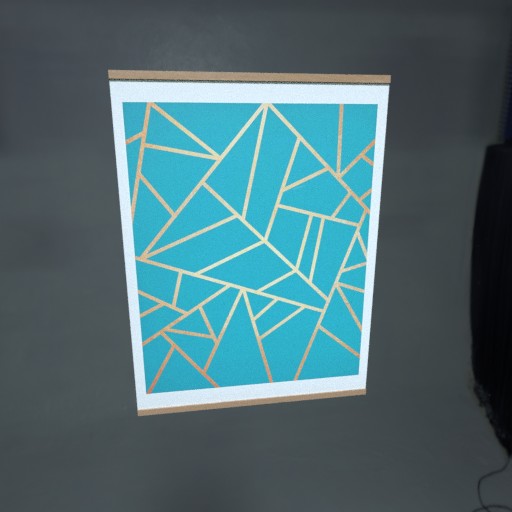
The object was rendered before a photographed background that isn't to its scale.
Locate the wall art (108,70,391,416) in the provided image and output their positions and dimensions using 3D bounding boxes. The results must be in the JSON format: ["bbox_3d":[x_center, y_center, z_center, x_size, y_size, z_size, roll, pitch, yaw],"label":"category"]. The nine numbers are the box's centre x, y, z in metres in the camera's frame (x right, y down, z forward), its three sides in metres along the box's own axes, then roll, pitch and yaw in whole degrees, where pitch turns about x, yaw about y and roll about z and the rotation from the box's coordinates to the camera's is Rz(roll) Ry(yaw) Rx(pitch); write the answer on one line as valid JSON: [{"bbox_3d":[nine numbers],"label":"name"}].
[{"bbox_3d":[0.000,0.000,1.324,0.758,1.016,0.013,-3,16,-9],"label":"wall art"}]
